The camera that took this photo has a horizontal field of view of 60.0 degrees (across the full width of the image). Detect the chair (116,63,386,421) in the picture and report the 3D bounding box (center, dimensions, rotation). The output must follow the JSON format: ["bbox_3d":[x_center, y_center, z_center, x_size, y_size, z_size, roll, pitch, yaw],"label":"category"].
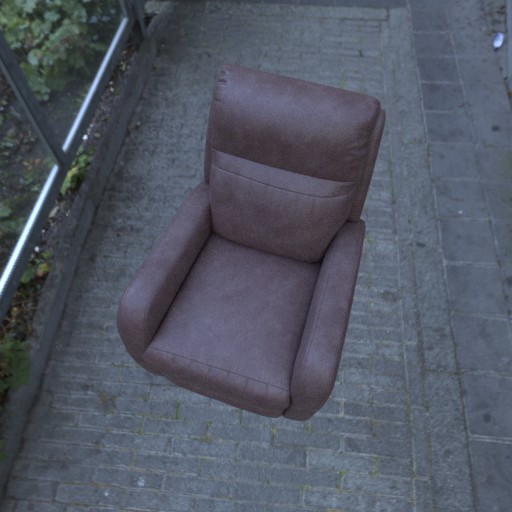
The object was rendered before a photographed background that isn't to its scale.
[{"bbox_3d":[0.000,0.000,1.831,0.865,1.067,1.067,16,60,10],"label":"chair"}]
